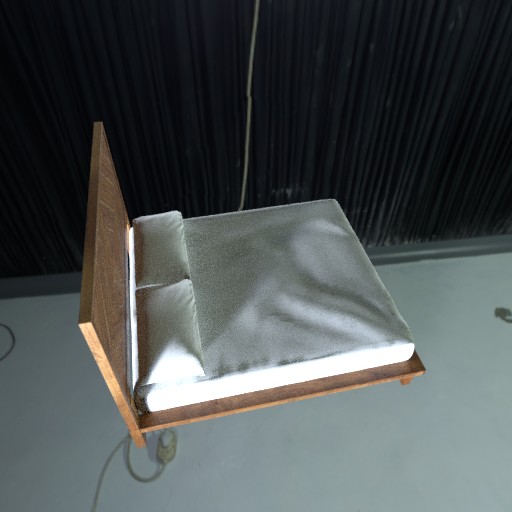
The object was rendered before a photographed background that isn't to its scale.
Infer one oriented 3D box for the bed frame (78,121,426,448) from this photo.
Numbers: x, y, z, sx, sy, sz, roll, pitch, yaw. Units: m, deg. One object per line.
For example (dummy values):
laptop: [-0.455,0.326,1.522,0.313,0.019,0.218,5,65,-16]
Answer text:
bed frame: [0.000,0.000,3.591,2.235,1.537,2.038,-9,46,-9]
